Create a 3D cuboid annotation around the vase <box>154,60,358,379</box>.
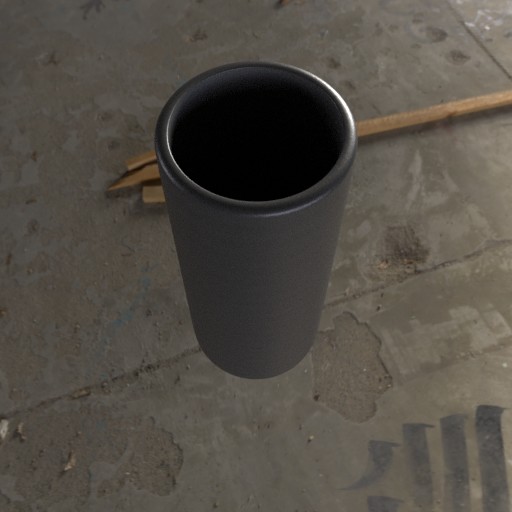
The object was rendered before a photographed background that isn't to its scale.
[{"bbox_3d":[0.000,0.000,0.357,0.136,0.289,0.136,0,63,0],"label":"vase"}]
